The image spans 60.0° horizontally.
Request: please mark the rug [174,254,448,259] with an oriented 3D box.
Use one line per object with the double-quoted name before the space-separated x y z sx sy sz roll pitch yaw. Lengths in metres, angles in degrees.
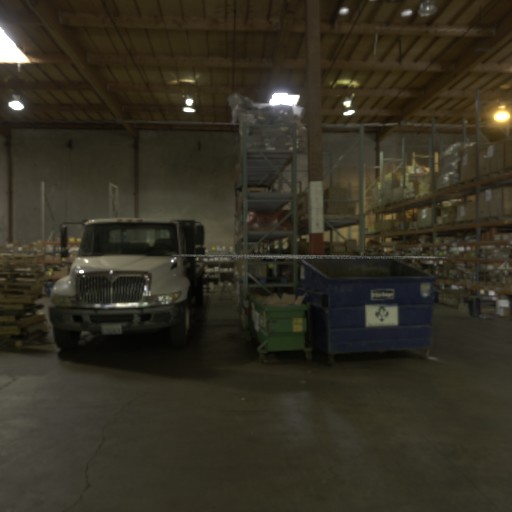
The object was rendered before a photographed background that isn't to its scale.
"rug" 0.000 0.000 2.702 0.760 0.012 2.434 0 0 -17
